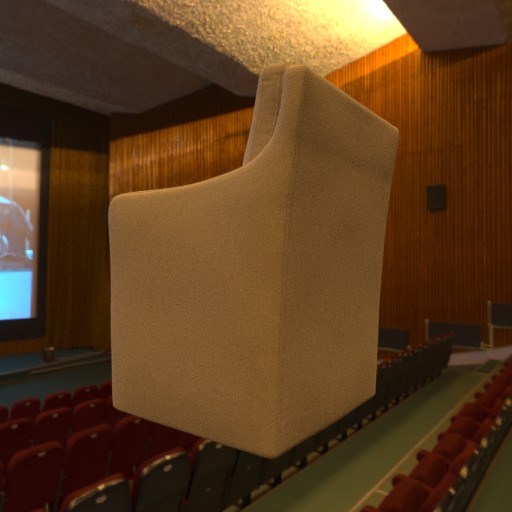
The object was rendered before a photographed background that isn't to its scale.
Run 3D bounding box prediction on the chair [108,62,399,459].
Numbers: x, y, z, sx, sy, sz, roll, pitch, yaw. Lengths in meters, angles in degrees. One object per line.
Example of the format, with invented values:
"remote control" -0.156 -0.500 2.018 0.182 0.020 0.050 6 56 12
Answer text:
"chair" 0.000 0.000 1.357 0.694 0.914 0.626 0 -1 37
